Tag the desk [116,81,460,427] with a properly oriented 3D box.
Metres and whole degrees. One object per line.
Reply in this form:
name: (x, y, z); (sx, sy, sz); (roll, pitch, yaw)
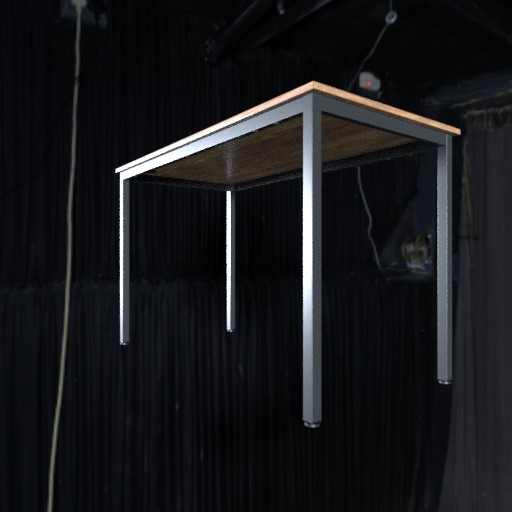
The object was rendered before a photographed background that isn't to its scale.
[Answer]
desk: (0.000, 0.000, 1.601); (0.600, 0.749, 1.200); (0, 0, -37)
